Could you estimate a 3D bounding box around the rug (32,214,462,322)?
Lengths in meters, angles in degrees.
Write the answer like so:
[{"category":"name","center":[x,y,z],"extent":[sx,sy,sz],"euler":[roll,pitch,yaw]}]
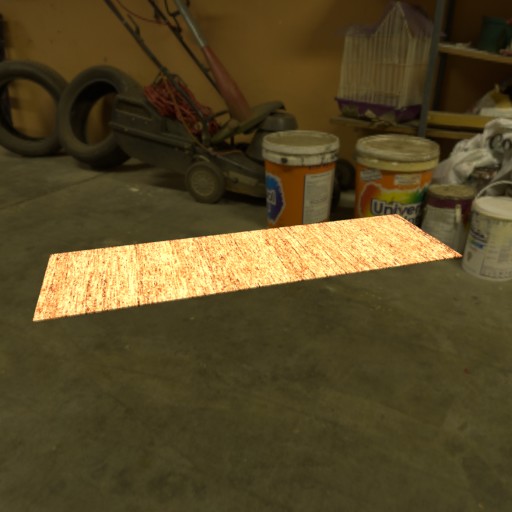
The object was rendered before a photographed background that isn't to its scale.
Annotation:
[{"category":"rug","center":[0.000,0.000,2.510],"extent":[2.237,0.014,0.680],"euler":[-8,28,-15]}]
